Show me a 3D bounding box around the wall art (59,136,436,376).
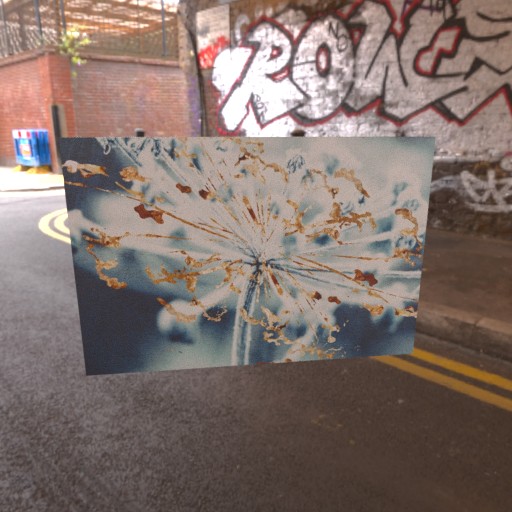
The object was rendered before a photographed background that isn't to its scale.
[{"bbox_3d":[0.000,0.000,0.781,0.607,0.405,0.036,-2,16,-7],"label":"wall art"}]
